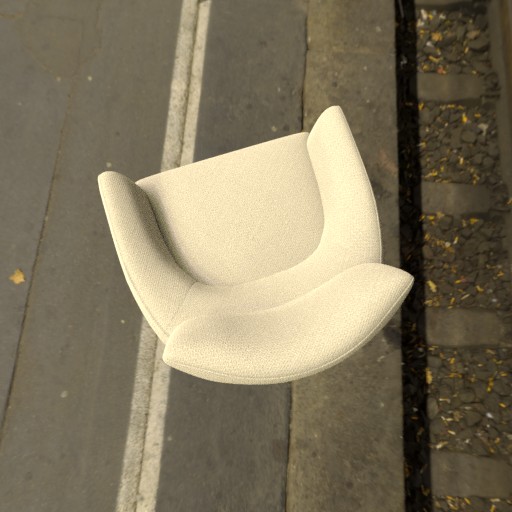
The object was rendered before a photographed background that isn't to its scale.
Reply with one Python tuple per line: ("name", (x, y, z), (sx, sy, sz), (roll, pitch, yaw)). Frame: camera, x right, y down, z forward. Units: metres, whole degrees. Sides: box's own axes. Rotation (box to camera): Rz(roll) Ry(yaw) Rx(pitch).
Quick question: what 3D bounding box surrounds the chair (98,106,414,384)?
("chair", (0.000, 0.000, 1.349), (0.760, 0.810, 0.730), (-17, 76, -4))
